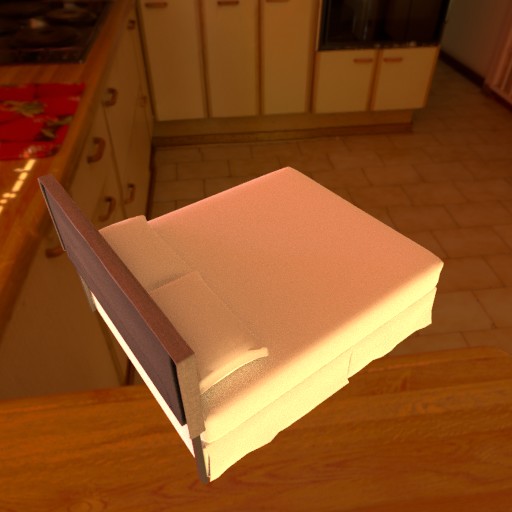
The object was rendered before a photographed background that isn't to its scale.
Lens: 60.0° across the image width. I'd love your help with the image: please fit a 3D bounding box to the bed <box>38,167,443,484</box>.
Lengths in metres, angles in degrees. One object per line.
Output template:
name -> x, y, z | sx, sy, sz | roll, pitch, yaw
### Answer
bed -> 0.000, 0.000, 2.781 | 1.894, 1.089, 1.610 | -26, 47, -27
